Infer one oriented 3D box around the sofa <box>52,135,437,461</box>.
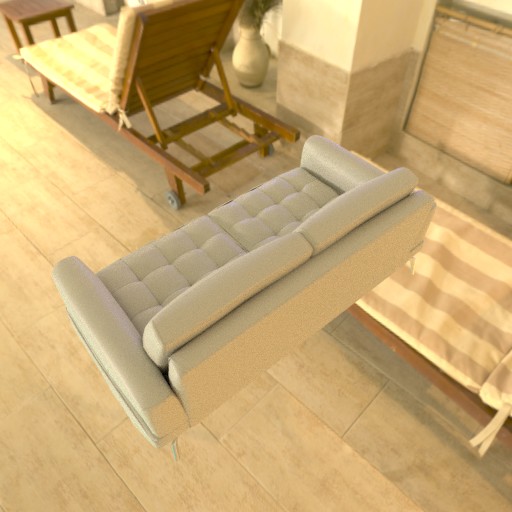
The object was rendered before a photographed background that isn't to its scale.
[{"bbox_3d":[0.000,0.000,2.724,2.177,0.930,1.121,-31,55,-26],"label":"sofa"}]
